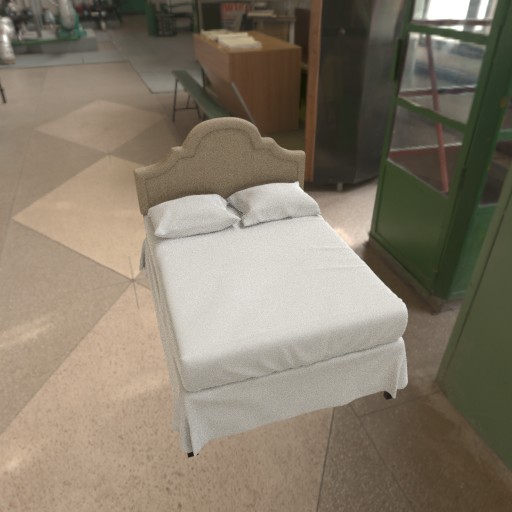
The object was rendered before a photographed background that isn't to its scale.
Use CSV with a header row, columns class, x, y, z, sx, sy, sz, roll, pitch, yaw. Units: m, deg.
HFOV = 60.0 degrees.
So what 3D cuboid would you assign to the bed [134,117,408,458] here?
class,x,y,z,sx,sy,sz,roll,pitch,yaw
bed,0.000,0.000,3.483,1.780,1.634,2.222,-10,35,-15
